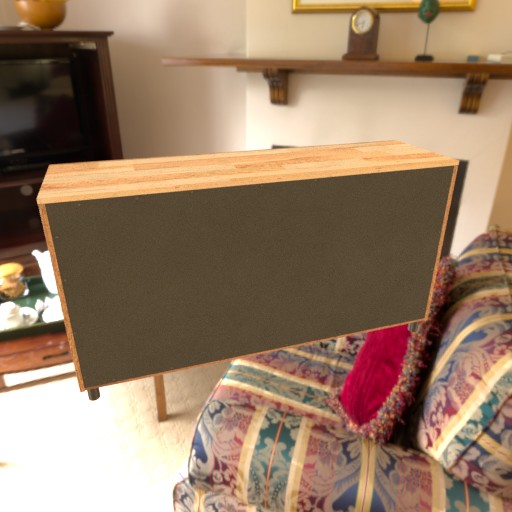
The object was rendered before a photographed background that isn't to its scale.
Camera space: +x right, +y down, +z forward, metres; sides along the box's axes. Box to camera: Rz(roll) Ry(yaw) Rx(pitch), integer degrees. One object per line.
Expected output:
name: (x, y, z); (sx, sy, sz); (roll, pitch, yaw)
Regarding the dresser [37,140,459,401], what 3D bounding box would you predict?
dresser: (0.000, 0.000, 1.938); (1.547, 0.834, 0.487); (-8, 27, -16)
